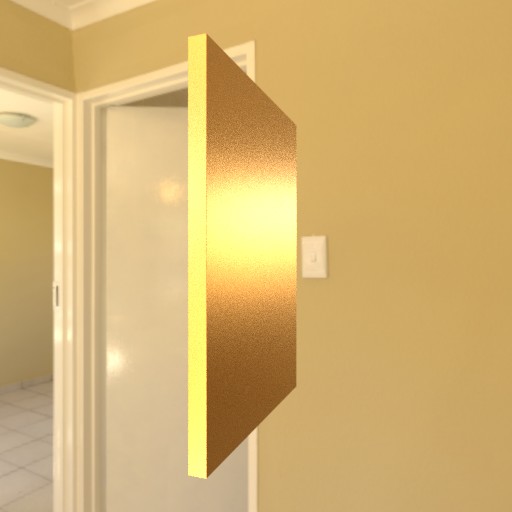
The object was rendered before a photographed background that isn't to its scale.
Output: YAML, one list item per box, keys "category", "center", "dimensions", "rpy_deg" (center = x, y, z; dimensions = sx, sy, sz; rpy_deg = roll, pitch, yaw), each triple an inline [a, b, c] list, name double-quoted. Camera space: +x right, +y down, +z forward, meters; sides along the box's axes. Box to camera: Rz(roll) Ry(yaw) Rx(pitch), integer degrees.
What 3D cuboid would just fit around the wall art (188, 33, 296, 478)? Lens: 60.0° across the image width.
- category: "wall art"
  center: [0.000, 0.000, 1.099]
  dimensions: [0.038, 0.812, 0.610]
  rpy_deg: [0, 0, 21]
